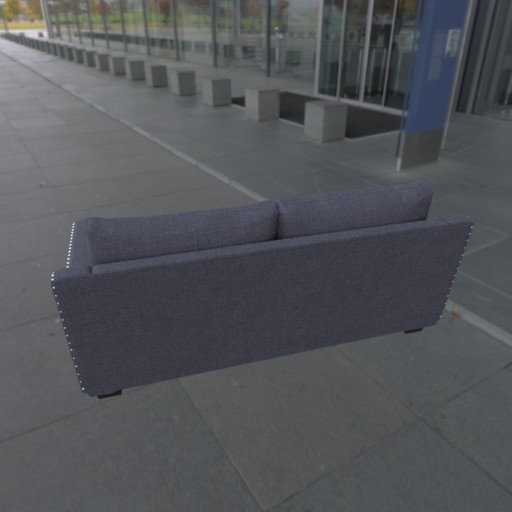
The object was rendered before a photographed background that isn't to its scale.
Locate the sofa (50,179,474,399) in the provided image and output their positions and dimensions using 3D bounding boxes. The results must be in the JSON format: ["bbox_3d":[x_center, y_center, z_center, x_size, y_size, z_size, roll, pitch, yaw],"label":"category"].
[{"bbox_3d":[0.000,0.000,3.272,2.550,1.196,1.336,-8,29,-15],"label":"sofa"}]
